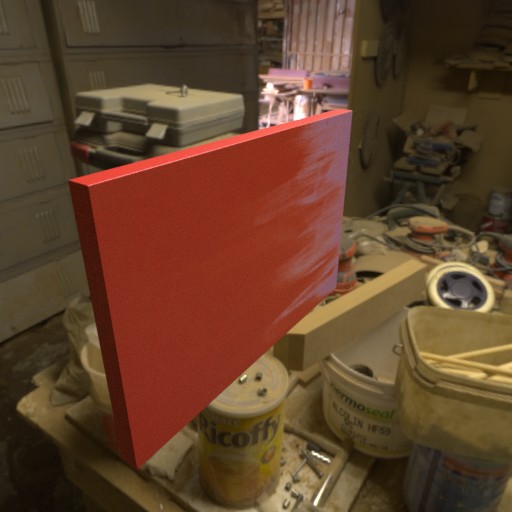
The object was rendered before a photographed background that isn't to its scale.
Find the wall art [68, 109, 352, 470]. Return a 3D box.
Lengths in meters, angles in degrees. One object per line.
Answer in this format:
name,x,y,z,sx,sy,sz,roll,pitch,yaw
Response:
wall art,0.000,0.000,0.749,0.033,0.405,0.607,18,31,31
